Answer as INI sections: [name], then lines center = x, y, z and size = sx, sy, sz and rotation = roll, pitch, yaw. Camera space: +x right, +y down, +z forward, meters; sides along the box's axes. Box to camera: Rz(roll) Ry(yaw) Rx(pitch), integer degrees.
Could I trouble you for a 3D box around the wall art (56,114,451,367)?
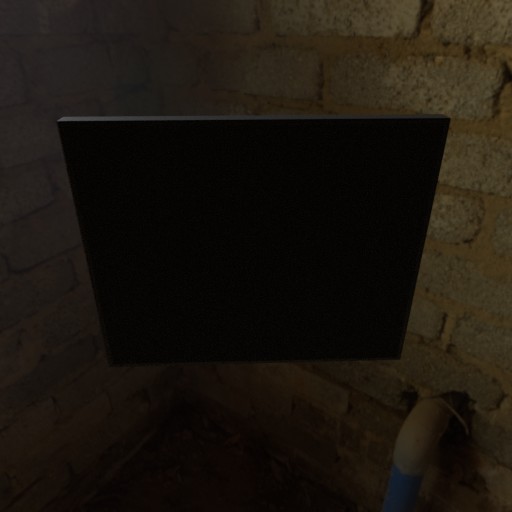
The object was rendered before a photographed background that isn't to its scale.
[wall art]
center = 0.000, 0.000, 0.751
size = 0.559, 0.458, 0.029
rotation = -1, 29, -2
